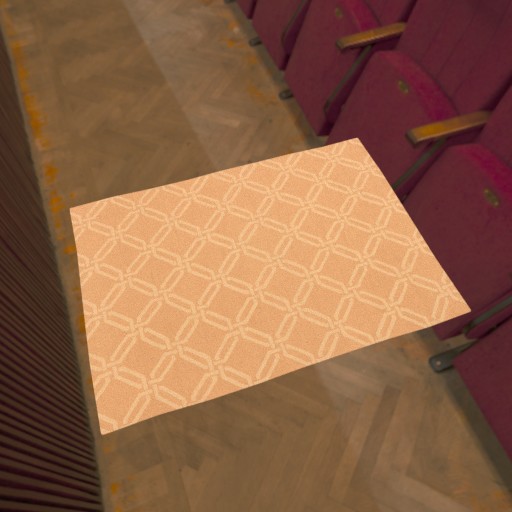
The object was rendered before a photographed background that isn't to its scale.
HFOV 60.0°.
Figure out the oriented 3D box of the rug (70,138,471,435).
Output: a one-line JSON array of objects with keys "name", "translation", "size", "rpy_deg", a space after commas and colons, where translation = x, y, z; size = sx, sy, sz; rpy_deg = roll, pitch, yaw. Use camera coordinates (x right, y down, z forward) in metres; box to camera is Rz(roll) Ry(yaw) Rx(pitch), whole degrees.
[{"name": "rug", "translation": [0.000, 0.000, 2.756], "size": [2.135, 0.013, 1.524], "rpy_deg": [-16, 59, -10]}]
